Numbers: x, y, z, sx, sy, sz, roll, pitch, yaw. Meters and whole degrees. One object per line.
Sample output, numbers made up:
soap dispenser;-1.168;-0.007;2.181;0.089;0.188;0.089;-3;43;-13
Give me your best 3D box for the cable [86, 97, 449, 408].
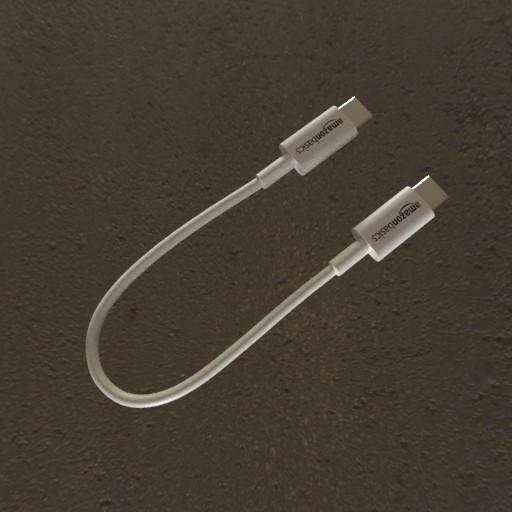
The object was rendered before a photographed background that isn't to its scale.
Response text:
cable;0.000;0.000;0.113;0.098;0.005;0.041;-37;79;-8
